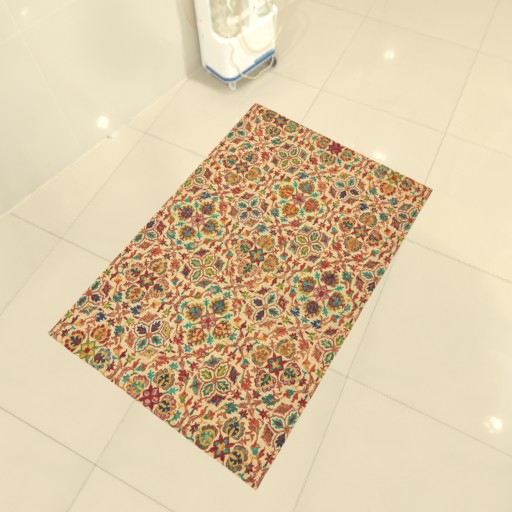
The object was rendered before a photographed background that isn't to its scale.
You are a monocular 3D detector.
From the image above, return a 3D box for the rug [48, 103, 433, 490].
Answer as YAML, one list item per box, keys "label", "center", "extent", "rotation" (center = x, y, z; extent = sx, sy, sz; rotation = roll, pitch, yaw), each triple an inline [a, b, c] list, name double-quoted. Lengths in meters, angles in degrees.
- label: "rug"
  center: [0.000, 0.000, 2.355]
  extent: [1.226, 0.013, 1.838]
  rotation: [31, 67, 14]
